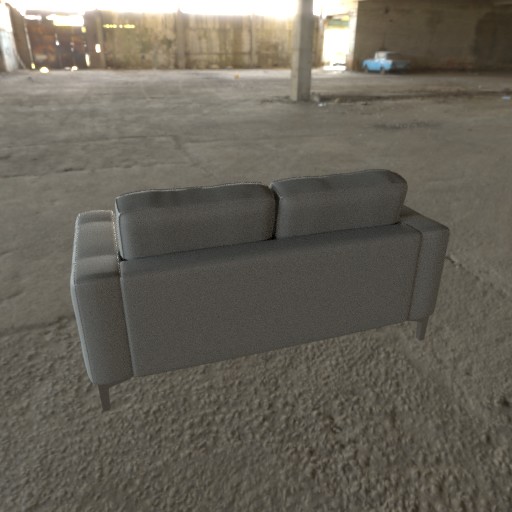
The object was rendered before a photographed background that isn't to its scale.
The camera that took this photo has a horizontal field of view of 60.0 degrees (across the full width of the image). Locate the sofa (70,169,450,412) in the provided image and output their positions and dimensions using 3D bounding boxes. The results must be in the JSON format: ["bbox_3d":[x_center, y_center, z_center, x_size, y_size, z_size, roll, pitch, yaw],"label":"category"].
[{"bbox_3d":[0.000,0.000,2.281,1.726,0.893,0.833,-8,26,-17],"label":"sofa"}]
